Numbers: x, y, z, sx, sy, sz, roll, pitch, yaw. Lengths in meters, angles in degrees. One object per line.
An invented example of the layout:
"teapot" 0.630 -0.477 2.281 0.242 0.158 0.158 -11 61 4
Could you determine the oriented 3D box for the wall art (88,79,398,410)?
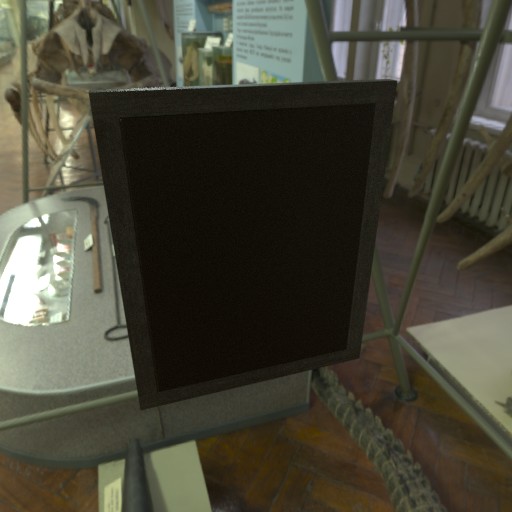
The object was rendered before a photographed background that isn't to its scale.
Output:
"wall art" 0.000 0.000 0.801 0.479 0.580 0.027 -9 28 -16
